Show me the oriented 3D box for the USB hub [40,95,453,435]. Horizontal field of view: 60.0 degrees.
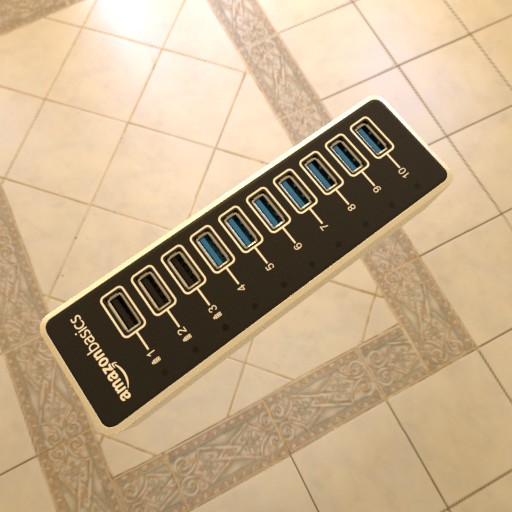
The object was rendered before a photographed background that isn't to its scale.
[{"bbox_3d":[0.000,0.000,0.159,0.145,0.023,0.044,-36,78,-9],"label":"USB hub"}]
